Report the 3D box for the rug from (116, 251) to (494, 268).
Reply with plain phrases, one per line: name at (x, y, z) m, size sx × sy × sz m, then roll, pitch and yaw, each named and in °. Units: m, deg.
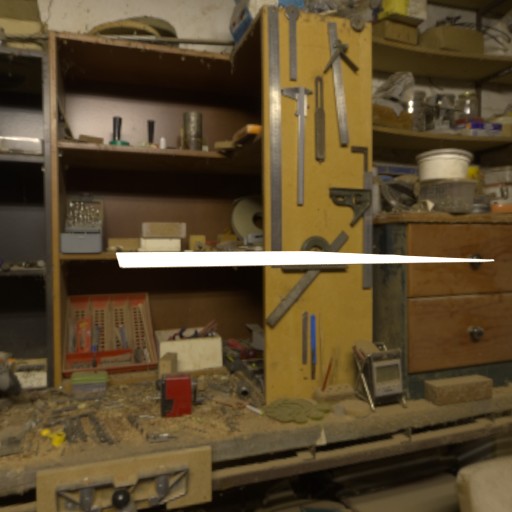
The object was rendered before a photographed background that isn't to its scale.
rug at (0.000, 0.000, 4.050) m, size 2.423 × 0.019 × 3.009 m, roll -1°, pitch 2°, yaw -18°
